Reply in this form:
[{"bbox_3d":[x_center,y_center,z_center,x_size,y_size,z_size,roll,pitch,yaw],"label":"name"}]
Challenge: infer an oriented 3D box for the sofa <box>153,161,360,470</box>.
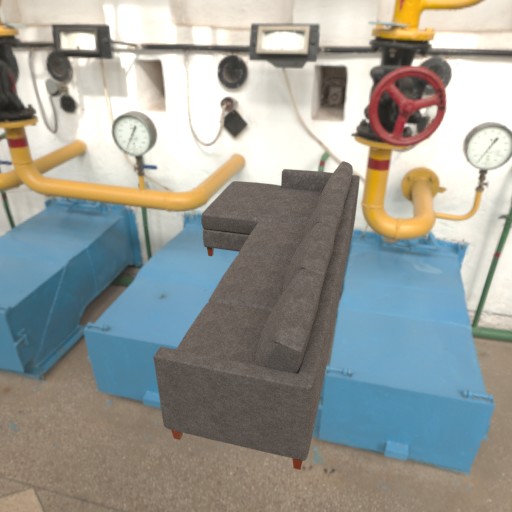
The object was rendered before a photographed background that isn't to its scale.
[{"bbox_3d":[0.000,0.000,4.083,1.606,0.954,3.471,8,31,14],"label":"sofa"}]
